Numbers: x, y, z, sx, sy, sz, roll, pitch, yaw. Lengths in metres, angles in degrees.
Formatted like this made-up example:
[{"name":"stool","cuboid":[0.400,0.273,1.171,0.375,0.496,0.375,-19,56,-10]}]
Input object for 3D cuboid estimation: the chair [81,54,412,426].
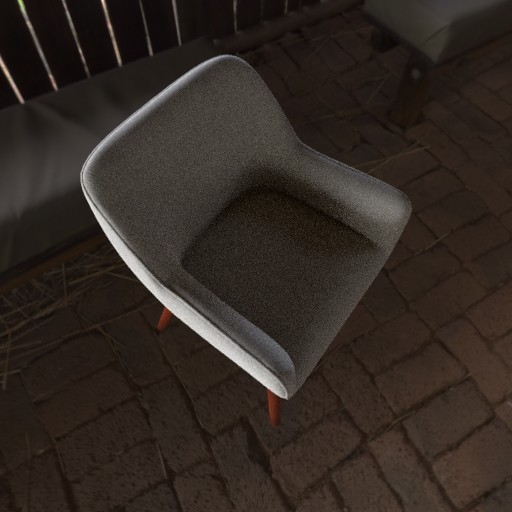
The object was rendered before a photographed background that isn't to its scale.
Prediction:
[{"name":"chair","cuboid":[0.000,0.000,1.265,0.610,0.813,0.610,32,64,18]}]
